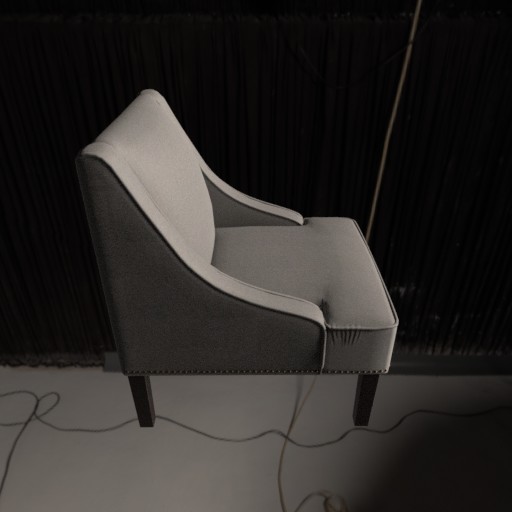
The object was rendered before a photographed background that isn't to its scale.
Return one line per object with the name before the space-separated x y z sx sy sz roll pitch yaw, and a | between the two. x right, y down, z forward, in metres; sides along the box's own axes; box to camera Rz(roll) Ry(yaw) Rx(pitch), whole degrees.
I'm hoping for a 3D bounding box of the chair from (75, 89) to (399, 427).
chair | 0.000 0.000 1.371 0.747 0.867 0.631 0 32 0
